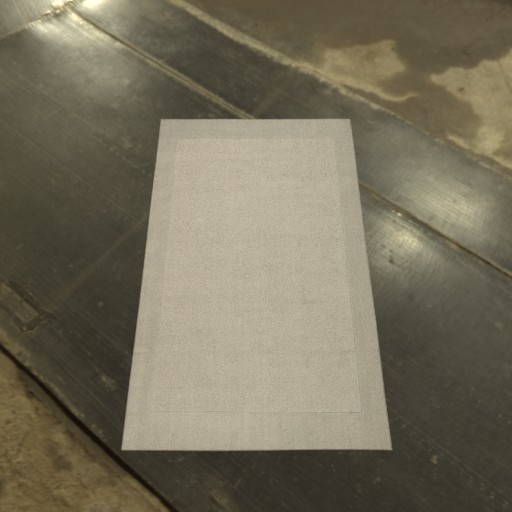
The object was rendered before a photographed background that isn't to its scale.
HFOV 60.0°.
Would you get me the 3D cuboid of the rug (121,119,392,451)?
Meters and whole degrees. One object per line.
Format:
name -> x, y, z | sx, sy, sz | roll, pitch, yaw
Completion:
rug -> 0.000, 0.000, 3.022 | 1.524, 0.014, 2.438 | 0, 64, 0
